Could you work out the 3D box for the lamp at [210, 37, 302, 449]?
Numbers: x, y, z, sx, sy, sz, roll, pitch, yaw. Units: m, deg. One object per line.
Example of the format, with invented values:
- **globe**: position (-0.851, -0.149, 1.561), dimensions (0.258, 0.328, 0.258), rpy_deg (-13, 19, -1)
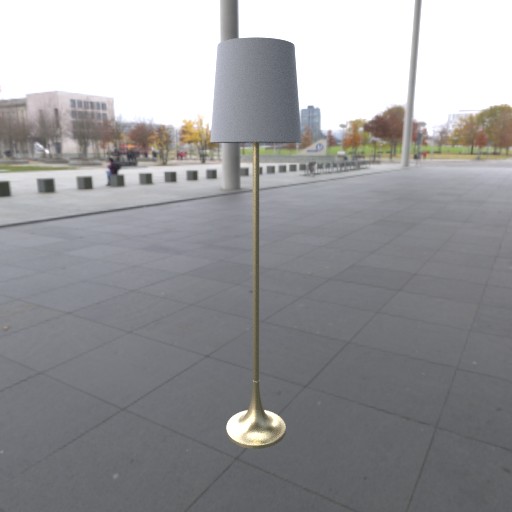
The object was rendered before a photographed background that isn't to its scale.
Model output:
- **lamp**: position (0.000, 0.000, 1.742), dimensions (0.337, 1.543, 0.337), rpy_deg (0, 13, 0)
